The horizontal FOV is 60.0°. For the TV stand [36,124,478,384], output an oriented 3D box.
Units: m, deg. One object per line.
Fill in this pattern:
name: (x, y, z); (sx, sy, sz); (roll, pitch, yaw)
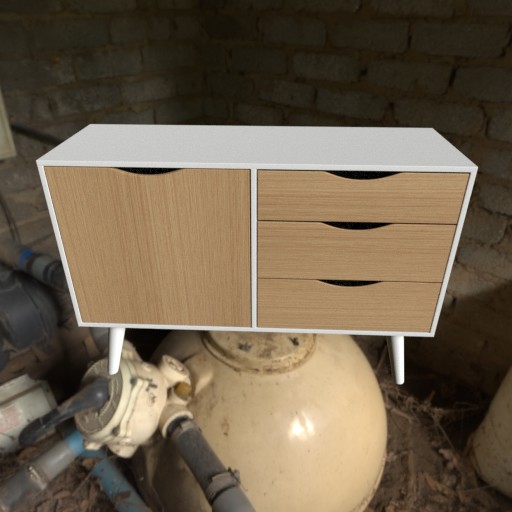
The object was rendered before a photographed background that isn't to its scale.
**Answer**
TV stand: (0.000, 0.000, 1.574); (1.193, 0.812, 0.406); (1, 30, 2)
